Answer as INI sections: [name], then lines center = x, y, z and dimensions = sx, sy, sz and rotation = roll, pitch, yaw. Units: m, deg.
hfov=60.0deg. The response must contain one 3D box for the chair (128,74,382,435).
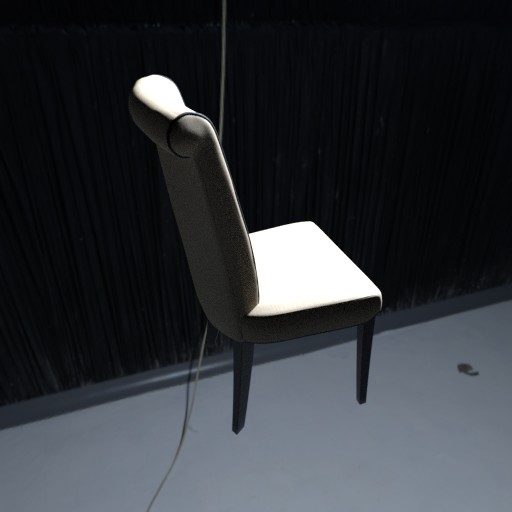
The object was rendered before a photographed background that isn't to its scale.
[chair]
center = 0.000, 0.000, 1.355
dimensions = 0.623, 0.997, 0.522
rotation = -9, 32, -15
